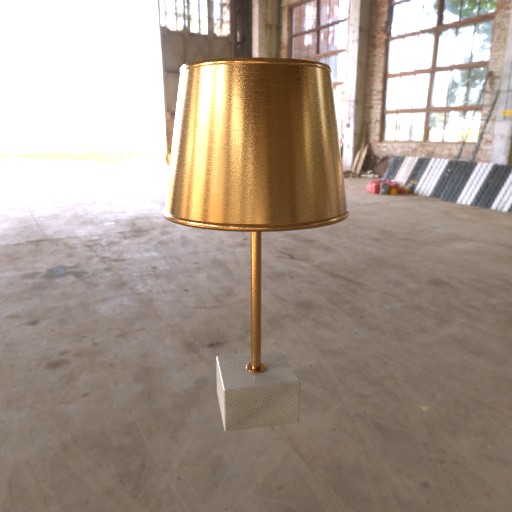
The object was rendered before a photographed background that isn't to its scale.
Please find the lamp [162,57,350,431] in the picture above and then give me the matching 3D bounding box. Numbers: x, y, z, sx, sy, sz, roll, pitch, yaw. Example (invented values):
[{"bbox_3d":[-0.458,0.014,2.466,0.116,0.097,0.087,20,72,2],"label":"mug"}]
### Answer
[{"bbox_3d":[0.000,0.000,0.519,0.208,0.406,0.208,0,16,0],"label":"lamp"}]
